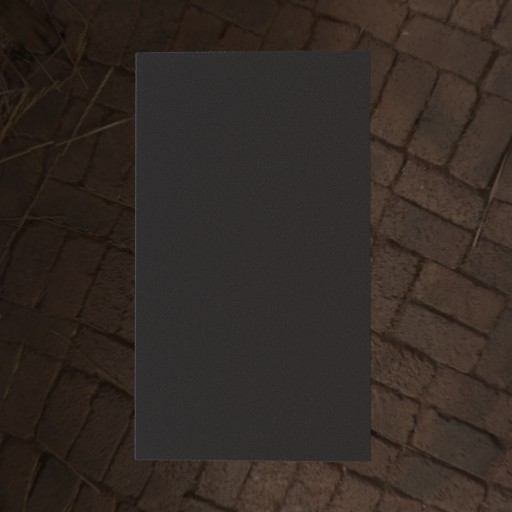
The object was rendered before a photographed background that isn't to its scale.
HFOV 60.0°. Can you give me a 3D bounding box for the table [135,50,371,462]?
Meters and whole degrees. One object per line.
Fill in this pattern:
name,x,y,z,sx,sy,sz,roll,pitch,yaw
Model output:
table,0.000,0.000,1.500,0.703,0.404,1.201,0,89,1
